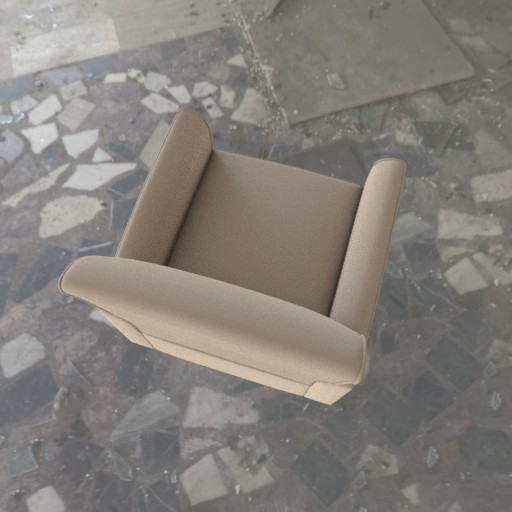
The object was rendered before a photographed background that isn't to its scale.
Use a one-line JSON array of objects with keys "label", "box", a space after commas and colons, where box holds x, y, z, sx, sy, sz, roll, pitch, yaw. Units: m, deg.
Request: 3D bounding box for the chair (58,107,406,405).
[{"label": "chair", "box": [0.000, 0.000, 1.540, 0.820, 0.915, 0.820, 16, 66, 7]}]
